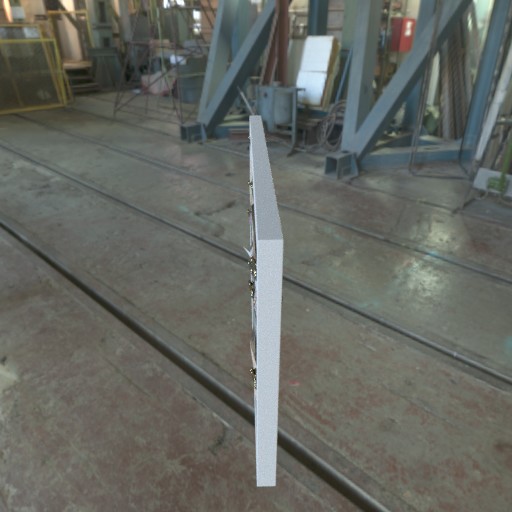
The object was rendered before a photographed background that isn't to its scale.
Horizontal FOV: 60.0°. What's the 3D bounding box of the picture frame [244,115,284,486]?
[{"bbox_3d":[0.000,0.000,0.808,0.044,0.379,0.647,-1,28,-1],"label":"picture frame"}]
